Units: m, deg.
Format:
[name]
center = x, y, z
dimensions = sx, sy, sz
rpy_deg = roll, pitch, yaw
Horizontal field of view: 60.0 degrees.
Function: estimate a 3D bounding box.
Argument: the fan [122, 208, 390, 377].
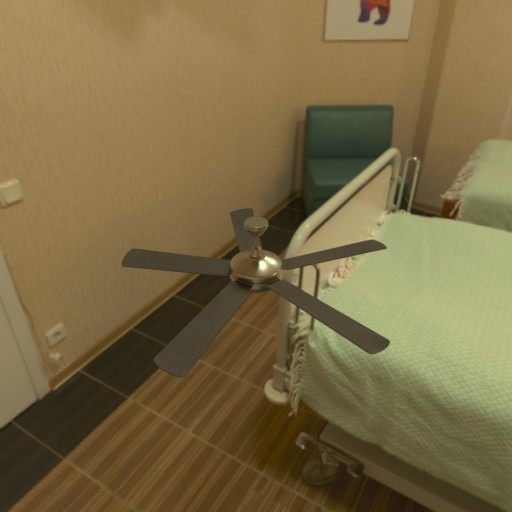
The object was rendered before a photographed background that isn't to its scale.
[fan]
center = 0.000, 0.000, 2.053
dimensions = 1.321, 0.356, 1.321
rpy_deg = 1, 32, 2
